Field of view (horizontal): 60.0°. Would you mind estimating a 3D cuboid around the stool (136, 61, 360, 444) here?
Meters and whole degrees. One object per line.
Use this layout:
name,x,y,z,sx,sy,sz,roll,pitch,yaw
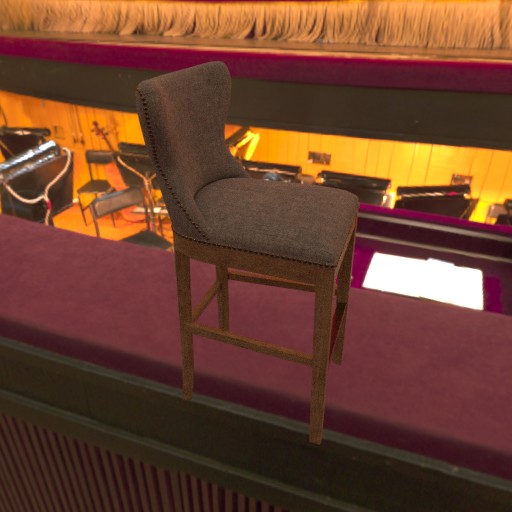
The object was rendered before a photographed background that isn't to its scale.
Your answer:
stool,0.000,0.000,1.462,0.606,1.123,0.494,10,32,17
